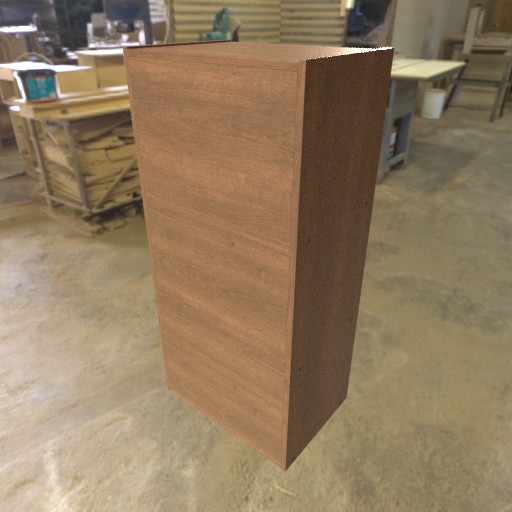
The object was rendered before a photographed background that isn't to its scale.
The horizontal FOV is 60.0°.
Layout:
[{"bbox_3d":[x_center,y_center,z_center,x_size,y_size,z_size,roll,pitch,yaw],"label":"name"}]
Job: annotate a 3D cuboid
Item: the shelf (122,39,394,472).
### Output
[{"bbox_3d":[0.000,0.000,1.029,0.414,0.879,0.290,21,35,33],"label":"shelf"}]
